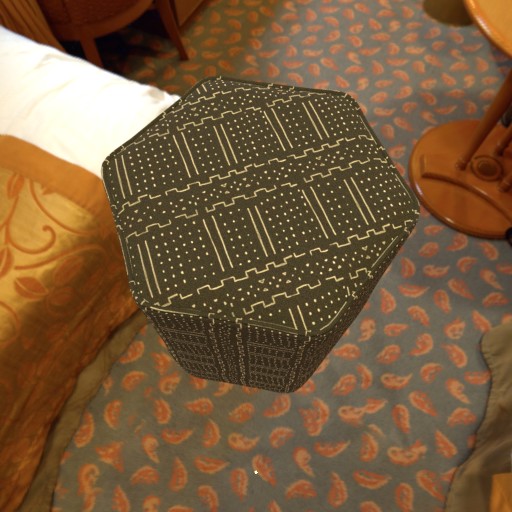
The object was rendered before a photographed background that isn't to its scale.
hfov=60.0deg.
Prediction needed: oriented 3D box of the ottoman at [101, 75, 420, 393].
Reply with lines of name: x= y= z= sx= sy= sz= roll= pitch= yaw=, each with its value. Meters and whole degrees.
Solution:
ottoman: x=0.000 y=0.000 z=0.881 sx=0.443 sy=0.502 sz=0.494 roll=-18 pitch=65 yaw=-9
